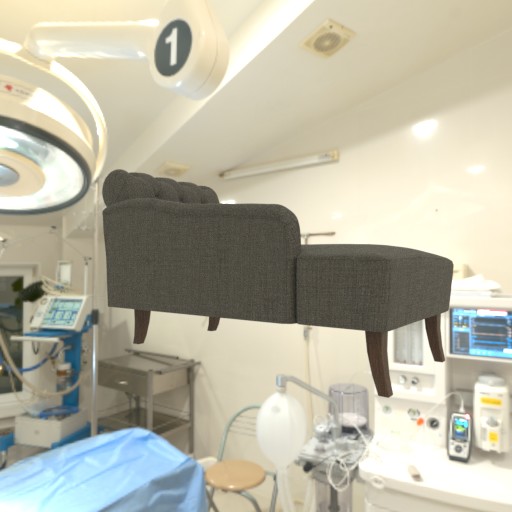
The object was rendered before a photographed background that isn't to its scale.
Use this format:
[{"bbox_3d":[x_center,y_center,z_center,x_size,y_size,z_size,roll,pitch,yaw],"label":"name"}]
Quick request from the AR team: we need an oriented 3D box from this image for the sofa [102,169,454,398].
[{"bbox_3d":[0.000,0.000,1.824,1.379,0.787,0.675,-1,-1,37],"label":"sofa"}]
